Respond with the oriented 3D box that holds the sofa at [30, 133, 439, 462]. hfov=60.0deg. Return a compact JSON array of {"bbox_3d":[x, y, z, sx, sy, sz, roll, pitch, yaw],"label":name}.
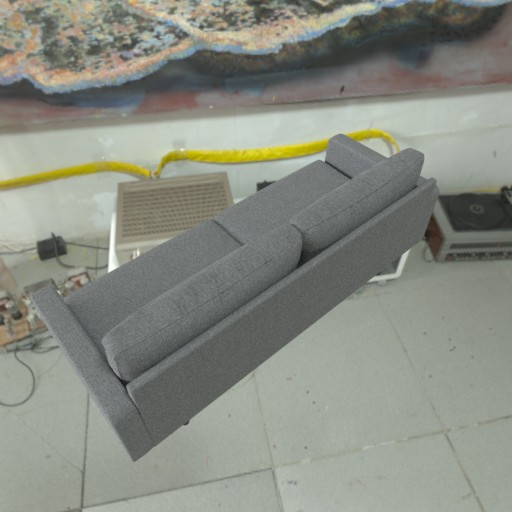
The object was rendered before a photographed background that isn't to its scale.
[{"bbox_3d":[0.000,0.000,2.529,2.200,0.880,0.880,-32,55,-27],"label":"sofa"}]
